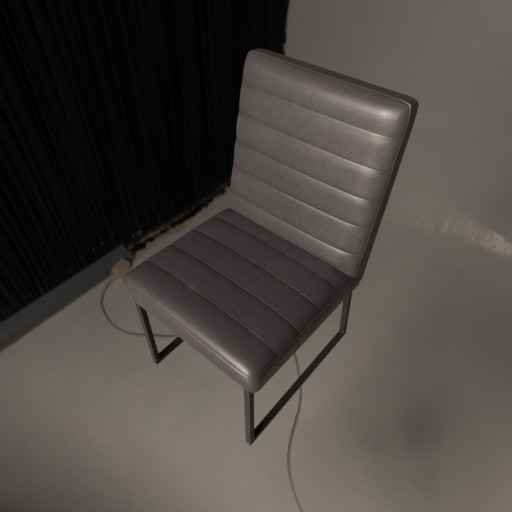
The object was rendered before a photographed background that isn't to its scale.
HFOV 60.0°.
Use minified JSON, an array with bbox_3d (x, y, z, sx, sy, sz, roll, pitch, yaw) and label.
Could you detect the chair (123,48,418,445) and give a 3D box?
[{"bbox_3d":[0.000,0.000,1.320,0.520,0.930,0.634,31,53,27],"label":"chair"}]
